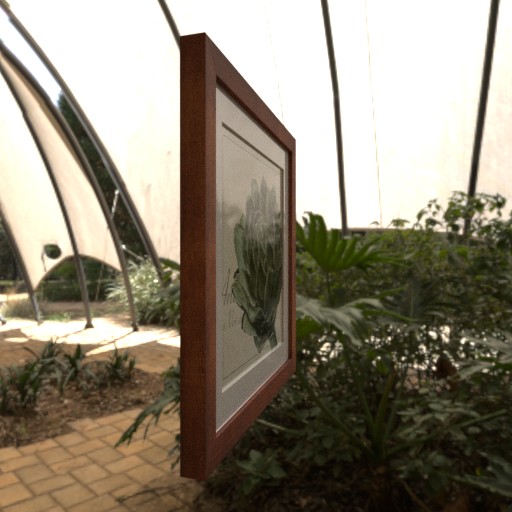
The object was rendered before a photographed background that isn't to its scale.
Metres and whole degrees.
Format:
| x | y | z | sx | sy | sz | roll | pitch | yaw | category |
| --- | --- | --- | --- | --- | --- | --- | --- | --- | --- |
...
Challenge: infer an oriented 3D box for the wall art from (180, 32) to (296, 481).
| x | y | z | sx | sy | sz | roll | pitch | yaw | category |
| --- | --- | --- | --- | --- | --- | --- | --- | --- | --- |
| 0.000 | 0.000 | 0.834 | 0.037 | 0.572 | 0.554 | 0 | 0 | 17 | wall art |
